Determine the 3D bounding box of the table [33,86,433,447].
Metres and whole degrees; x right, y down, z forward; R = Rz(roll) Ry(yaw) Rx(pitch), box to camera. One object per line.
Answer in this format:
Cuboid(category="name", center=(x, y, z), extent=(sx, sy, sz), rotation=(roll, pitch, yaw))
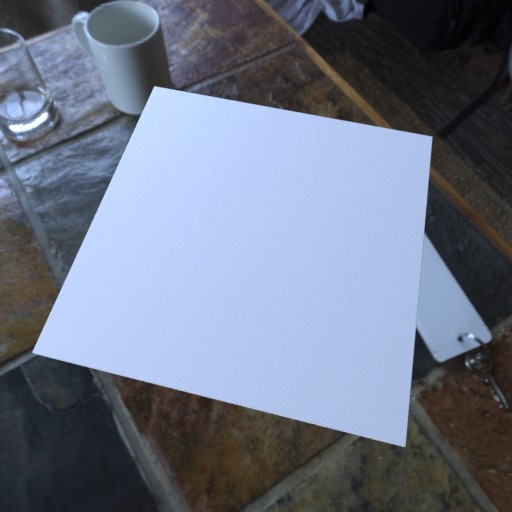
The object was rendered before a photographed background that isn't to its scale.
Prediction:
Cuboid(category="table", center=(0.000, 0.000, 1.342), extent=(0.890, 0.305, 0.890), rotation=(12, 65, 6))
